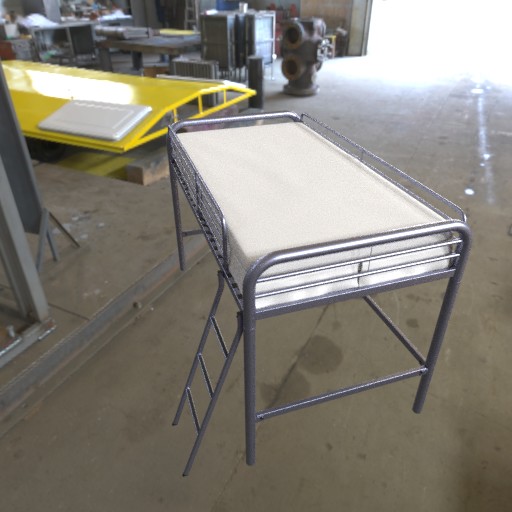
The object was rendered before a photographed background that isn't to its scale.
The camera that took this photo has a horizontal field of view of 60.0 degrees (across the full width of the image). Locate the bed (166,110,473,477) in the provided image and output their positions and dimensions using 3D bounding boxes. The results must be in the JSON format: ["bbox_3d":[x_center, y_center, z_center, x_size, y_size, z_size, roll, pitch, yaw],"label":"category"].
[{"bbox_3d":[0.000,0.000,2.860,1.415,1.288,1.965,-10,34,-16],"label":"bed"}]
